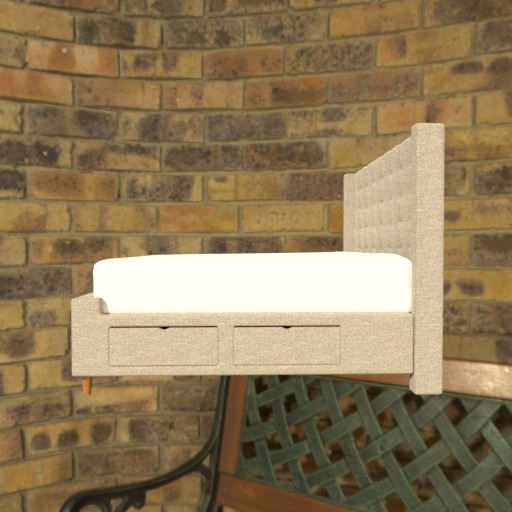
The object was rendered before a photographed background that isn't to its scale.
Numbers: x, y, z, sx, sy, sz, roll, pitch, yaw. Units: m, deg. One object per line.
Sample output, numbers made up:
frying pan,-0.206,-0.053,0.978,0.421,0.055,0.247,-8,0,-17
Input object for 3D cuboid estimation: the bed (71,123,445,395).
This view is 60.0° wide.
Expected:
bed,0.000,0.000,3.810,2.372,1.748,2.044,0,1,-2
